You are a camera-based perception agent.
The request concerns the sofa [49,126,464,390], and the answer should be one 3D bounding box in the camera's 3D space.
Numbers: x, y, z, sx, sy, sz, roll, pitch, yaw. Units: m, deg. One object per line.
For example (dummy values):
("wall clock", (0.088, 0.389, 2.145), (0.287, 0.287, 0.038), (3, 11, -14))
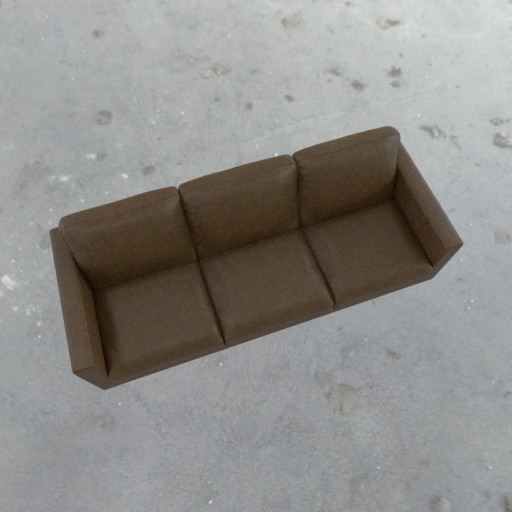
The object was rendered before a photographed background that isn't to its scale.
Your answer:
("sofa", (0.000, 0.000, 2.735), (2.231, 0.930, 0.903), (-17, 65, -8))
